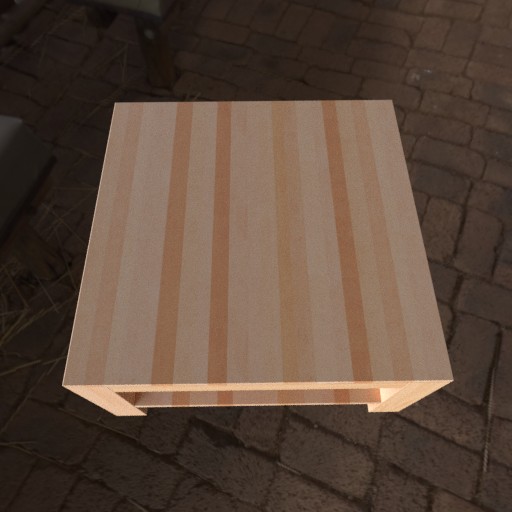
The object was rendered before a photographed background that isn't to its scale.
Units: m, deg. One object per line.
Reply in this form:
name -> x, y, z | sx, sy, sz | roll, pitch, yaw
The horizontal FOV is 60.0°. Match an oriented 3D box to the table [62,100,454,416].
table -> 0.000, 0.000, 1.426 | 0.900, 0.450, 0.900 | -1, 62, 0
